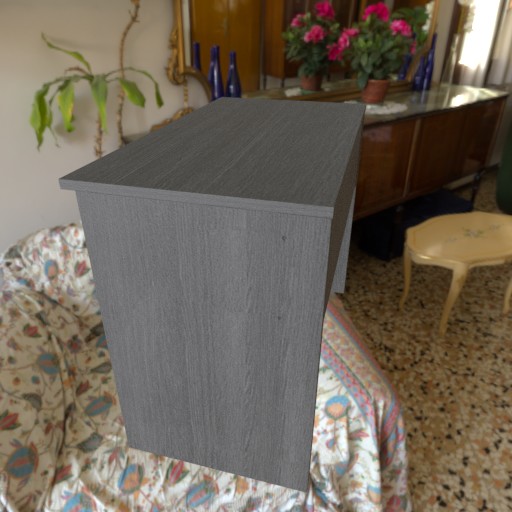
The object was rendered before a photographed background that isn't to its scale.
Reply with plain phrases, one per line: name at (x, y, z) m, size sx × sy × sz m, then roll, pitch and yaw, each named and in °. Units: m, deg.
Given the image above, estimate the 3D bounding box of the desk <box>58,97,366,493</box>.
desk at (0.000, 0.000, 1.297) m, size 0.498 × 0.724 × 0.893 m, roll 8°, pitch 30°, yaw 13°
